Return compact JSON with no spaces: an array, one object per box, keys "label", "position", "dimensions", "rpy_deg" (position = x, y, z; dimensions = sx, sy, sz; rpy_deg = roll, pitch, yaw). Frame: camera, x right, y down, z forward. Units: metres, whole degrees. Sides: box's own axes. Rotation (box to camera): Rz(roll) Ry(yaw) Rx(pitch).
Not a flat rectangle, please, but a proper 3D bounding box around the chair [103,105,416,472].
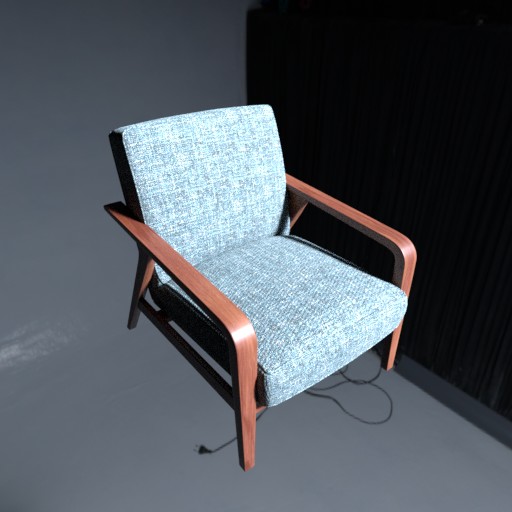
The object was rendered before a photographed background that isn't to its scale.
[{"label":"chair","position":[0.000,0.000,1.526],"dimensions":[0.719,0.864,0.889],"rpy_deg":[-22,37,-32]}]
